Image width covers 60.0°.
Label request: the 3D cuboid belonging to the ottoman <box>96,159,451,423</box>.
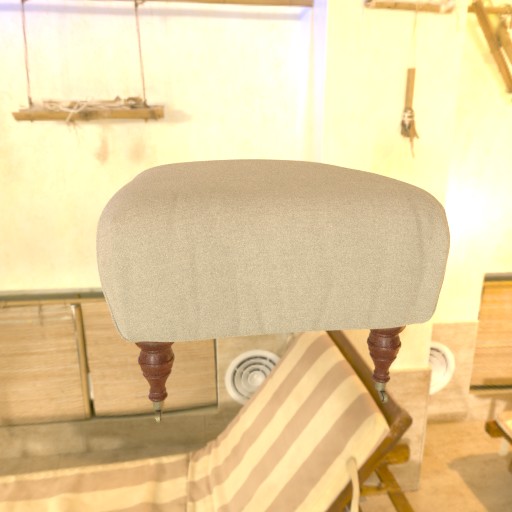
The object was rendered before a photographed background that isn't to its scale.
[{"bbox_3d":[0.000,0.000,1.078,0.622,0.450,0.746,-2,15,-8],"label":"ottoman"}]
